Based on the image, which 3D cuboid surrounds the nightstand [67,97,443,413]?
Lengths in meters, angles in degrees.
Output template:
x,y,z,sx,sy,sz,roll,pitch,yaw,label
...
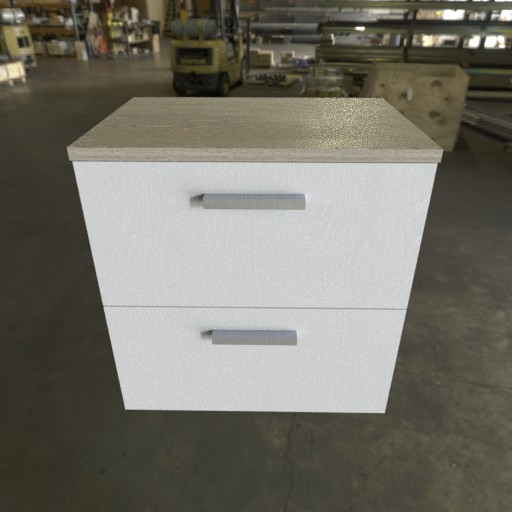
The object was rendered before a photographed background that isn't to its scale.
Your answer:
x,y,z,sx,sy,sz,roll,pitch,yaw,label
0.000,0.000,0.761,0.442,0.461,0.325,0,30,1,nightstand
